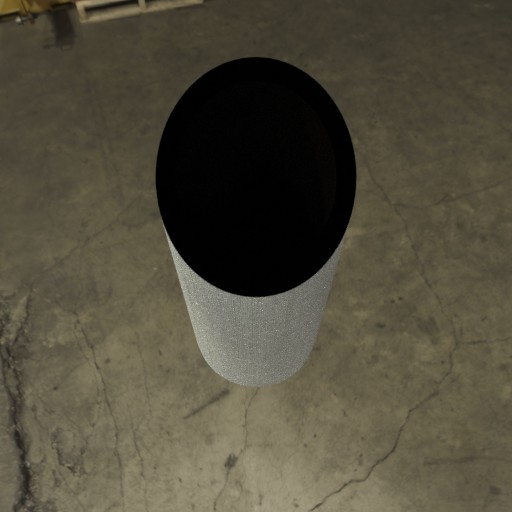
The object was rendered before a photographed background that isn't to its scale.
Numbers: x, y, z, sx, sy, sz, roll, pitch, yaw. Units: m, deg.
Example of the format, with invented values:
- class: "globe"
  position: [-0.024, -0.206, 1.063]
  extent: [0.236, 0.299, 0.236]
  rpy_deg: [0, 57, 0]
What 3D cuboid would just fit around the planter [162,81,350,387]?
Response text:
- class: "planter"
  position: [0.000, 0.000, 0.127]
  extent: [0.045, 0.103, 0.045]
  rpy_deg: [-16, 58, -10]
